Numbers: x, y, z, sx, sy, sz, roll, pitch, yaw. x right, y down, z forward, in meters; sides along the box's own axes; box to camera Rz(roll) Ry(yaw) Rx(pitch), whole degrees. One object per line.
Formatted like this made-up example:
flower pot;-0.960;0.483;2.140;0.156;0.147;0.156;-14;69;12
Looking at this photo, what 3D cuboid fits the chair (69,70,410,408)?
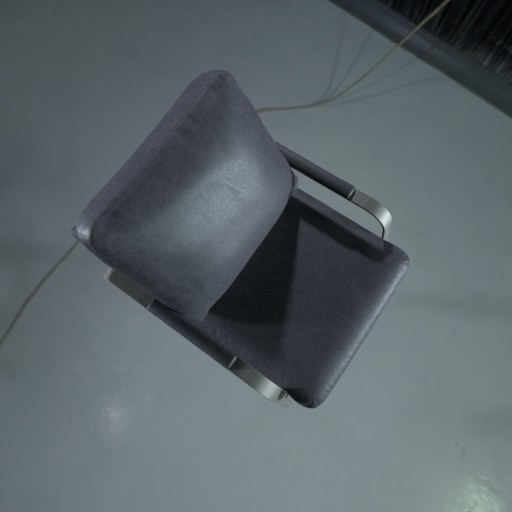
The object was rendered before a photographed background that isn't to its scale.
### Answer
chair;0.000;0.000;1.469;0.878;0.839;0.692;34;78;8
